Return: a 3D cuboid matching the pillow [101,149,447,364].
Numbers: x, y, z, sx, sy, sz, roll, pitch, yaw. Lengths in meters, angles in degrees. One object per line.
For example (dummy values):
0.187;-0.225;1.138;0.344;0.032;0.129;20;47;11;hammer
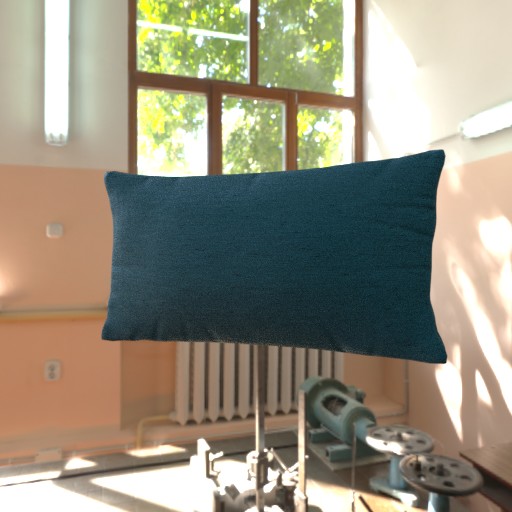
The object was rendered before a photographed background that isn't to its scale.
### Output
0.000;0.000;0.798;0.633;0.338;0.210;0;0;18;pillow
